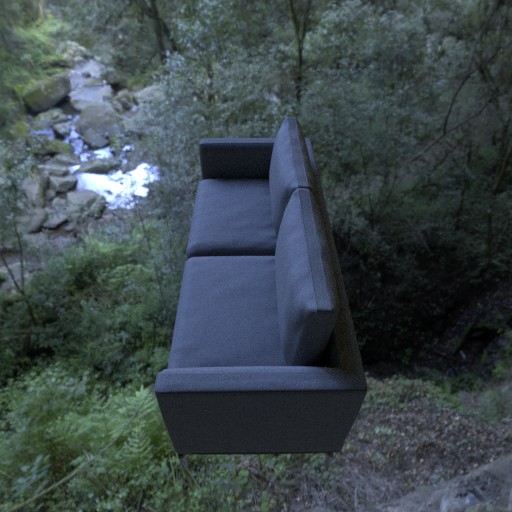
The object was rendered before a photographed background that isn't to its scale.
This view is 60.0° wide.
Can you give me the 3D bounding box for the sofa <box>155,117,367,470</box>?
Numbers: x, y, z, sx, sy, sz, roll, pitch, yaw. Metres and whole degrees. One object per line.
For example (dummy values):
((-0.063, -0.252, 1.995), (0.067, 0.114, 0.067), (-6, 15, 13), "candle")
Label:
((0.000, 0.000, 2.726), (0.869, 1.002, 2.212), (0, 41, 0), "sofa")
